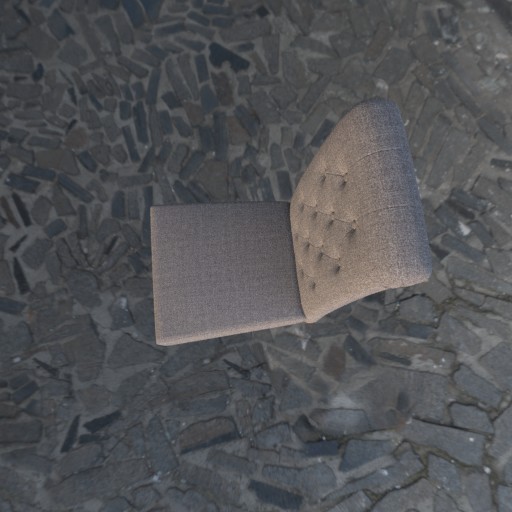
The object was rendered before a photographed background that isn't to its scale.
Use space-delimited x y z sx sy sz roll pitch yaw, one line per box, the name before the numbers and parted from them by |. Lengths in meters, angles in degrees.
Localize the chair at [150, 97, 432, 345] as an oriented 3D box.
chair | 0.000 0.000 1.358 0.671 1.006 0.456 -6 75 -1
